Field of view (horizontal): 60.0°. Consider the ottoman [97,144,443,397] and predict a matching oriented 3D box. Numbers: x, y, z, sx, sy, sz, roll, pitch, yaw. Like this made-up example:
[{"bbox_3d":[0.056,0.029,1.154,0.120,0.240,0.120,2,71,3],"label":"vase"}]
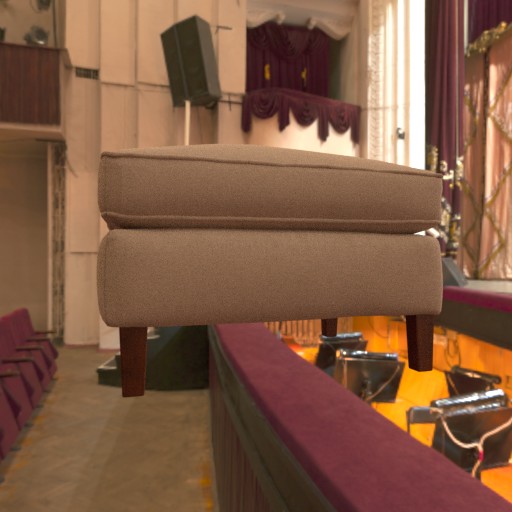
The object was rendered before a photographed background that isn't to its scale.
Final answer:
[{"bbox_3d":[0.000,0.000,1.001,0.665,0.456,0.501,0,0,-17],"label":"ottoman"}]
